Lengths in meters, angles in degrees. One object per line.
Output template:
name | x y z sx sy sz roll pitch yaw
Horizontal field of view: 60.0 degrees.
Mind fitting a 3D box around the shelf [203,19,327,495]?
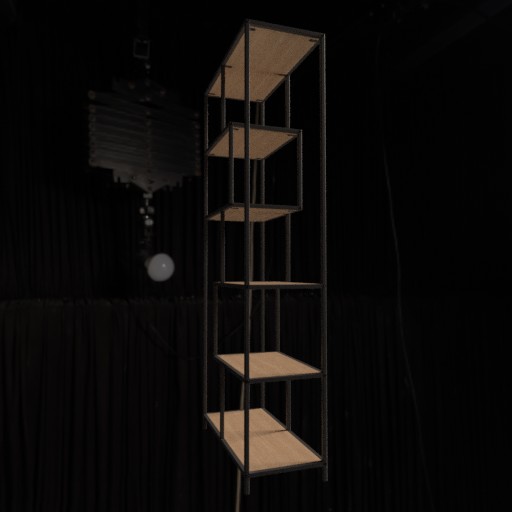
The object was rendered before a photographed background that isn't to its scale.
shelf | 0.000 0.000 2.139 0.350 1.850 0.770 1 -2 -19
